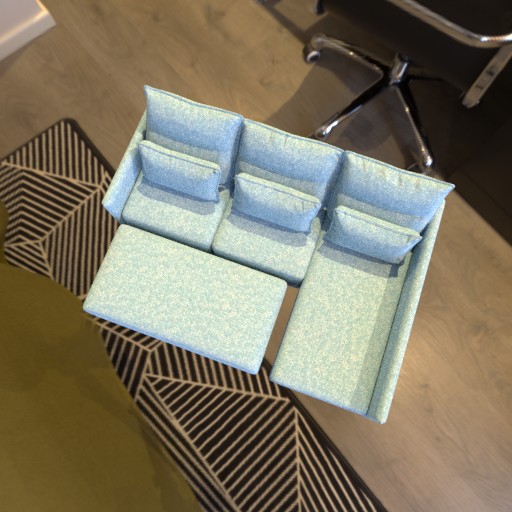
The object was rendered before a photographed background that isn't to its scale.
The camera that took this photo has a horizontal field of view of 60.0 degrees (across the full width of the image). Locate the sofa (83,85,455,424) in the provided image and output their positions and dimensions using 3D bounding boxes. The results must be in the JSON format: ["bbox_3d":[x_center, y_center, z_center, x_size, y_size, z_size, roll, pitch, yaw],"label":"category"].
[{"bbox_3d":[0.000,0.000,2.859,2.034,0.899,1.420,19,77,5],"label":"sofa"}]
